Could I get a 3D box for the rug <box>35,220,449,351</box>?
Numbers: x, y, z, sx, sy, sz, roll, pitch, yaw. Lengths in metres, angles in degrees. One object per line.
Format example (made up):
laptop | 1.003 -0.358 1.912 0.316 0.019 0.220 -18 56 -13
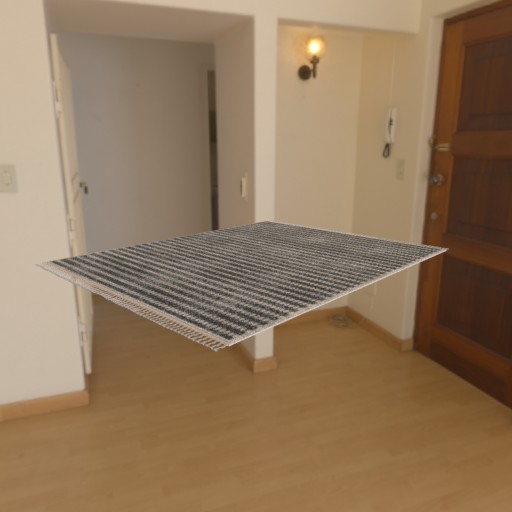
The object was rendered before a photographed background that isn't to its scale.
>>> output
rug | 0.000 0.000 3.898 2.256 0.013 2.910 13 20 42
